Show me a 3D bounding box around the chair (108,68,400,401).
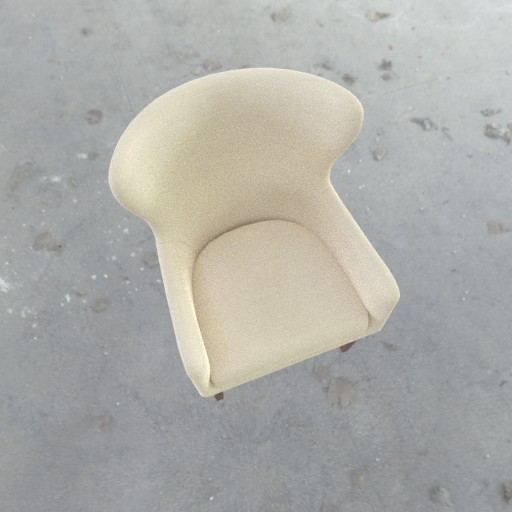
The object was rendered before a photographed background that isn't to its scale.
[{"bbox_3d":[0.000,0.000,1.520,0.696,0.990,0.744,-19,66,-9],"label":"chair"}]
